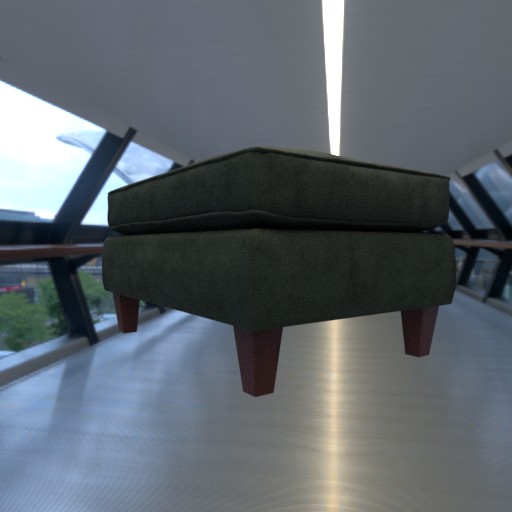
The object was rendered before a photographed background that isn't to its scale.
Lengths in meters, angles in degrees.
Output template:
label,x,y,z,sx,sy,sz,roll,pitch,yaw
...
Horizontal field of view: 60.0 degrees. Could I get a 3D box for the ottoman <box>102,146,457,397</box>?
label,x,y,z,sx,sy,sz,roll,pitch,yaw
ottoman,0.000,0.000,1.264,0.632,0.495,0.864,-1,2,-35
